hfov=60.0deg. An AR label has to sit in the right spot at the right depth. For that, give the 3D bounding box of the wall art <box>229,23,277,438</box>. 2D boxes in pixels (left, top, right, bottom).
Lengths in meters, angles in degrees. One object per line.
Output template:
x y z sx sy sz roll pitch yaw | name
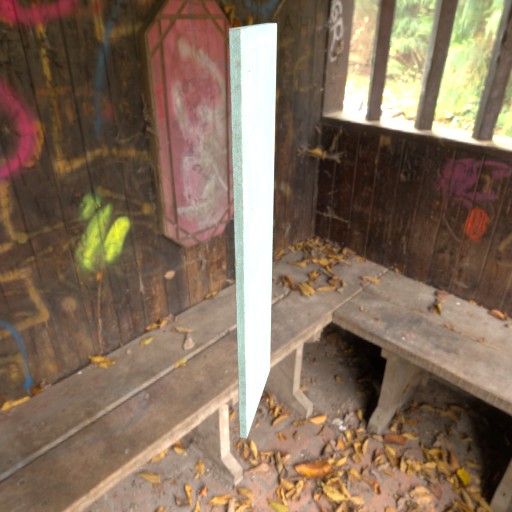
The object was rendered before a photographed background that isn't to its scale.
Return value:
0.000 0.000 1.320 0.025 1.219 0.329 8 30 13 | wall art
